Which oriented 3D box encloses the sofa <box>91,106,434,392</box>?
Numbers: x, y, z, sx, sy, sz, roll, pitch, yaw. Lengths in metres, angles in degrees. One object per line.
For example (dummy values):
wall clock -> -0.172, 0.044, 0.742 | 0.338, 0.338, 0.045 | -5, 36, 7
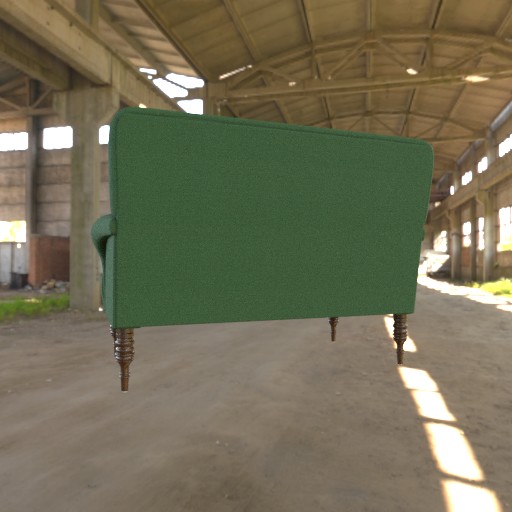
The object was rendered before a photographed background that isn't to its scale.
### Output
sofa -> 0.000, 0.000, 1.851 | 1.297, 0.889, 0.779 | 0, -1, -20
